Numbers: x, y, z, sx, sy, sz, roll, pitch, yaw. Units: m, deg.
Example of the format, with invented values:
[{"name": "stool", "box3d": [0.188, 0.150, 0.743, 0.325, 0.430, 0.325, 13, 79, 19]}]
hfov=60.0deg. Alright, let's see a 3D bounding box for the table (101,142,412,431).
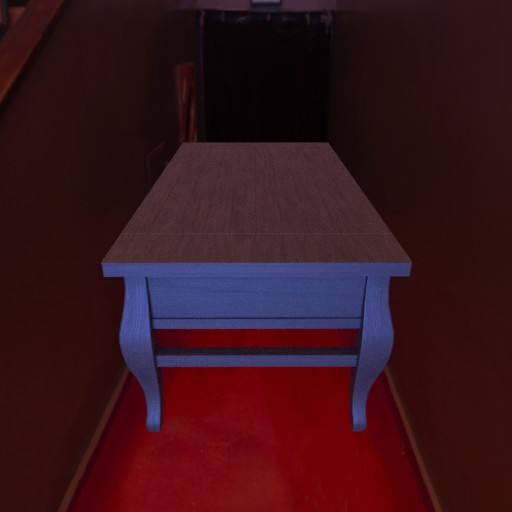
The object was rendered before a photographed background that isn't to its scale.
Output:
[{"name": "table", "box3d": [0.000, 0.000, 1.415, 0.600, 0.494, 1.062, 0, 26, 0]}]
